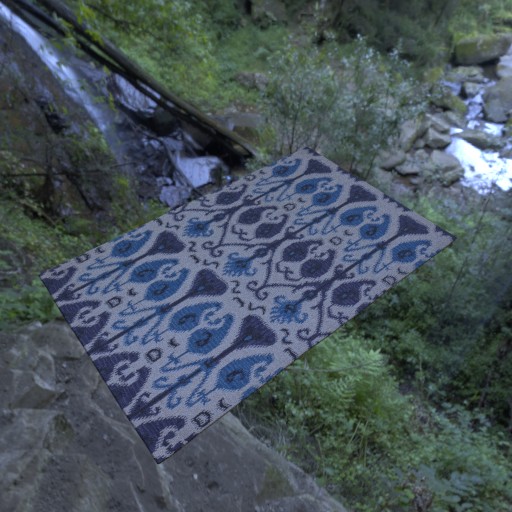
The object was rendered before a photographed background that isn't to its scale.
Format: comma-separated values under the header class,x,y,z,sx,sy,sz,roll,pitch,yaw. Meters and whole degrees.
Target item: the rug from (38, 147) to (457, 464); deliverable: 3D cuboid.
class,x,y,z,sx,sy,sz,roll,pitch,yaw
rug,0.000,0.000,2.100,1.698,0.013,1.072,-30,53,-26
